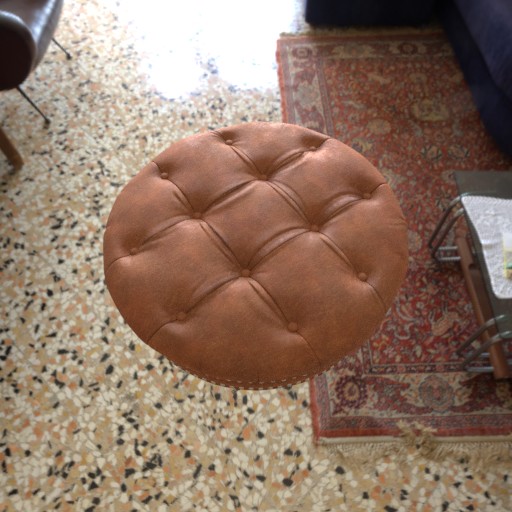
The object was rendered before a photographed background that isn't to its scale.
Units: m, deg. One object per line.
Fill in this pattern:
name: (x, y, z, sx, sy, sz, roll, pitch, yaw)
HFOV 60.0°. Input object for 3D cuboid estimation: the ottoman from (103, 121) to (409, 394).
ottoman: (0.000, 0.000, 1.443, 0.901, 0.444, 0.901, 0, 58, 0)
